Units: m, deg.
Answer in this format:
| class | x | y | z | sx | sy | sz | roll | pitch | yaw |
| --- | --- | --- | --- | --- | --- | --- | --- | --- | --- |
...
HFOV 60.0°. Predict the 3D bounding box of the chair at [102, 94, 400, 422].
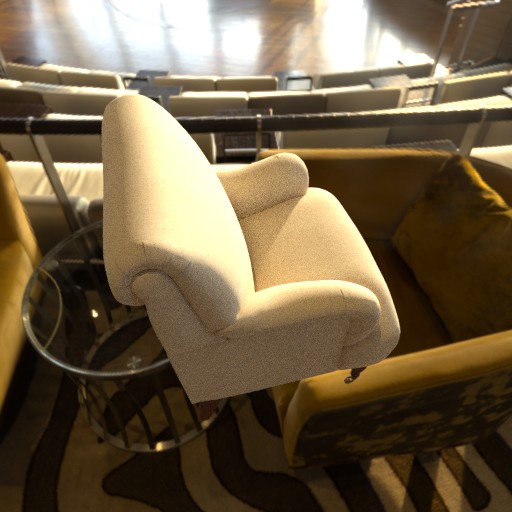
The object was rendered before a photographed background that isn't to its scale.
| class | x | y | z | sx | sy | sz | roll | pitch | yaw |
| --- | --- | --- | --- | --- | --- | --- | --- | --- | --- |
| chair | 0.000 | 0.000 | 1.527 | 0.842 | 0.944 | 0.766 | -10 | 48 | -9 |
